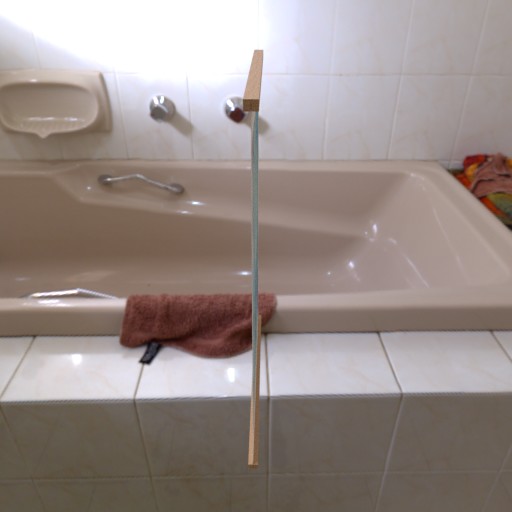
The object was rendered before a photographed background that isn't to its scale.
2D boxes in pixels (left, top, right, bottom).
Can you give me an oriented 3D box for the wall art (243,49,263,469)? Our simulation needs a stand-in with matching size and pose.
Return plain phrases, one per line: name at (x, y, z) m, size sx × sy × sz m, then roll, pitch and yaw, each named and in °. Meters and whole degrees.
wall art at (0.000, 0.000, 0.645) m, size 0.013 × 0.510 × 0.335 m, roll 1°, pitch 31°, yaw 1°
